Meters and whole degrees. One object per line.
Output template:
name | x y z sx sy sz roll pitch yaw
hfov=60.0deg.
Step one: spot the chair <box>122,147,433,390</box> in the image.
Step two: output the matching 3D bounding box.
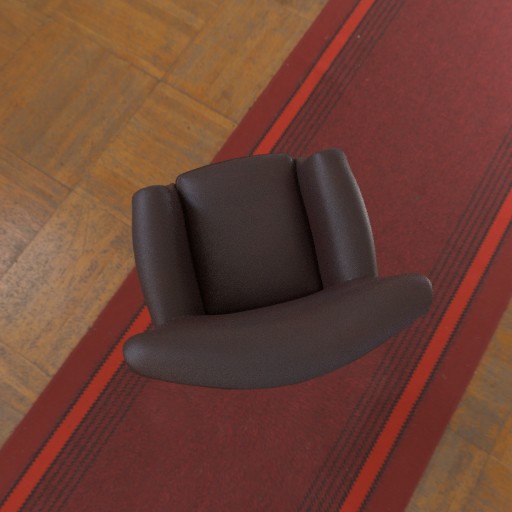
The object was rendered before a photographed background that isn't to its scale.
chair | 0.000 0.000 1.356 0.700 0.800 0.746 -12 76 -3
